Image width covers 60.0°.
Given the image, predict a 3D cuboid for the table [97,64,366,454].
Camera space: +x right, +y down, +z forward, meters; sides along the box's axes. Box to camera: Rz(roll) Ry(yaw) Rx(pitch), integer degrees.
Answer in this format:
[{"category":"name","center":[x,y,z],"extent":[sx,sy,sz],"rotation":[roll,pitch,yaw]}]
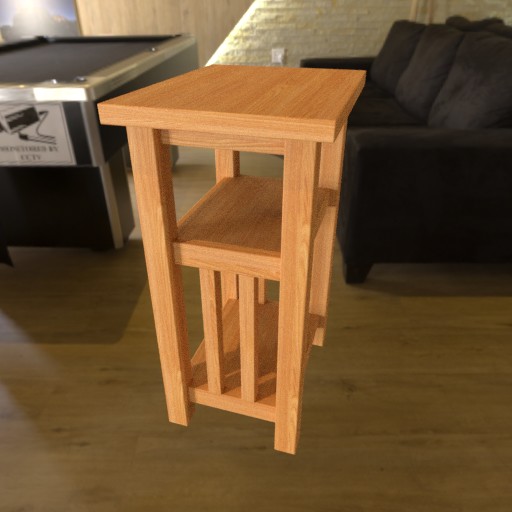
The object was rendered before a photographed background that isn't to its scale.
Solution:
[{"category":"table","center":[0.000,0.000,0.750],"extent":[0.270,0.550,0.350],"rotation":[9,32,14]}]
